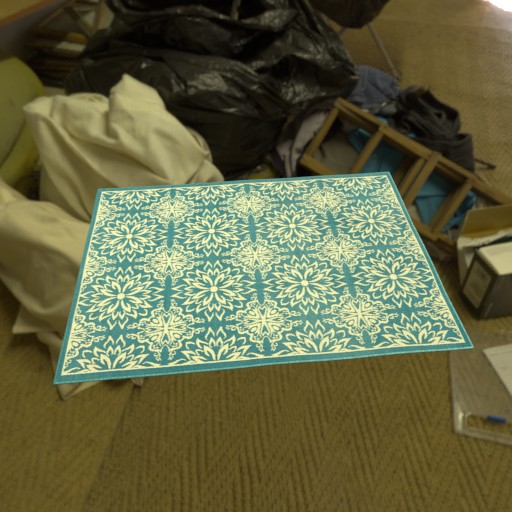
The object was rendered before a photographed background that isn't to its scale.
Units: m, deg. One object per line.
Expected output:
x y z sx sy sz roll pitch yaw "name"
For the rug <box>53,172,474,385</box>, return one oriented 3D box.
0.000 0.000 2.826 2.205 0.012 1.554 -4 48 -4 "rug"
